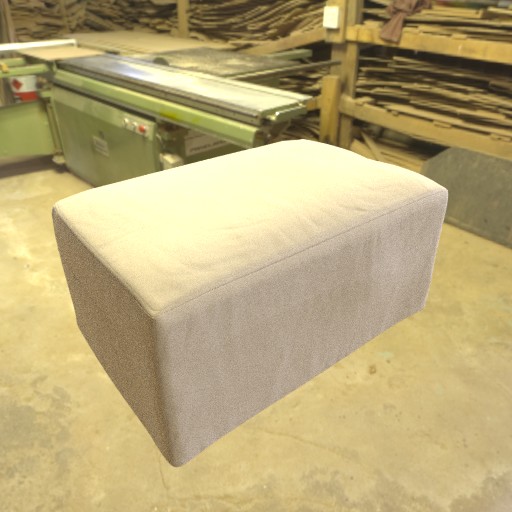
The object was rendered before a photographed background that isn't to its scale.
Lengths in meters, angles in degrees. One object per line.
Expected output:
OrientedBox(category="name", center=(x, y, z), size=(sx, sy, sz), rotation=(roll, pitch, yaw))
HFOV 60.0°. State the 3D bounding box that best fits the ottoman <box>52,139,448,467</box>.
OrientedBox(category="ottoman", center=(0.000, 0.000, 1.178), size=(0.872, 0.444, 0.590), rotation=(-22, 38, -32))
